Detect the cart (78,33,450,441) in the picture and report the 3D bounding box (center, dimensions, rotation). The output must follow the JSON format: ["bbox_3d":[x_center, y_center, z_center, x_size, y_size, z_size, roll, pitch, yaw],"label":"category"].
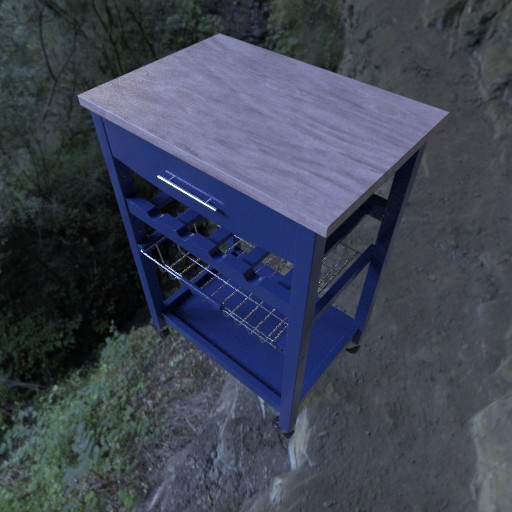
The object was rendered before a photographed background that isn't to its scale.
[{"bbox_3d":[0.000,0.000,1.135,0.584,0.839,0.403,32,55,26],"label":"cart"}]
